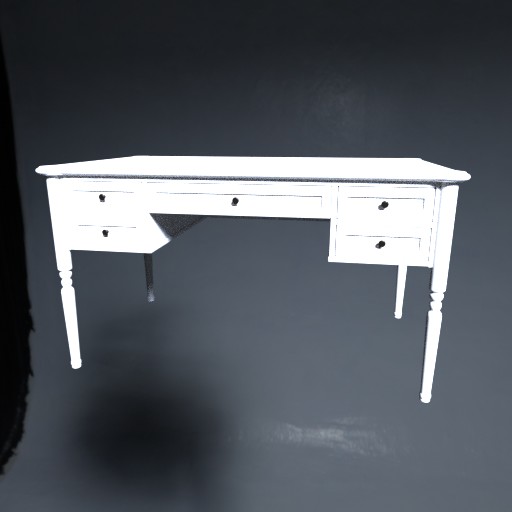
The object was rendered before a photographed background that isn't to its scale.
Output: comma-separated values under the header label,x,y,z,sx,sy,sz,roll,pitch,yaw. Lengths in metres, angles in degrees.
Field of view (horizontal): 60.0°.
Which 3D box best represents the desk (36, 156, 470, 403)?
label,x,y,z,sx,sy,sz,roll,pitch,yaw
desk,0.000,0.000,1.831,1.380,0.762,0.807,3,16,10
